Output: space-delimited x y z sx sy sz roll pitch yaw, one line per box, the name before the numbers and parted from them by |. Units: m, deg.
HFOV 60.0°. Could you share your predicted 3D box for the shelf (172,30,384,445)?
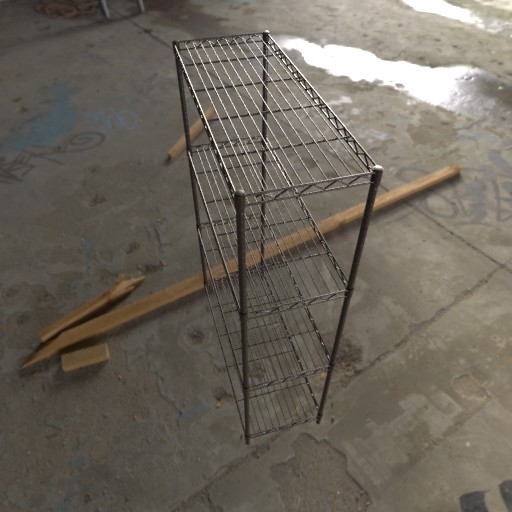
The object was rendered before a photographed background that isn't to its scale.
shelf | 0.000 0.000 1.762 0.352 1.361 0.907 -12 47 -11
